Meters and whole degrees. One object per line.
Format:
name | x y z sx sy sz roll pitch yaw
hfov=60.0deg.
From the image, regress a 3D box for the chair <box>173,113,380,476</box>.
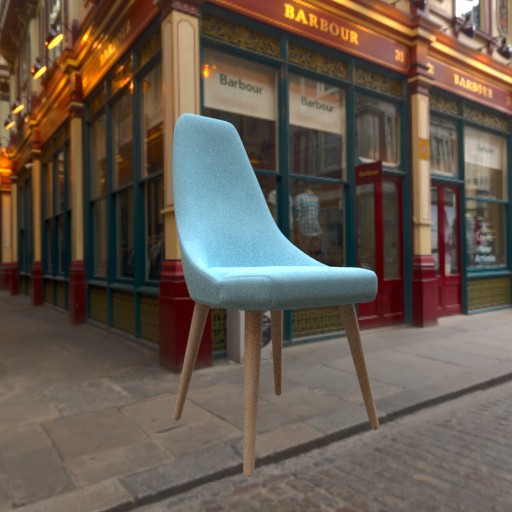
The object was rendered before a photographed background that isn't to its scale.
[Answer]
chair | 0.000 0.000 1.416 0.510 1.040 0.660 0 0 -37
